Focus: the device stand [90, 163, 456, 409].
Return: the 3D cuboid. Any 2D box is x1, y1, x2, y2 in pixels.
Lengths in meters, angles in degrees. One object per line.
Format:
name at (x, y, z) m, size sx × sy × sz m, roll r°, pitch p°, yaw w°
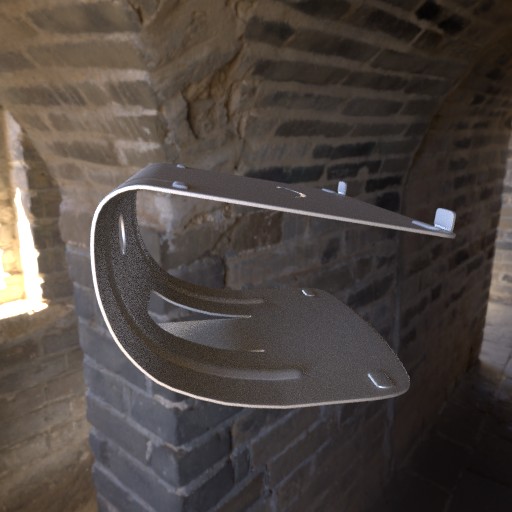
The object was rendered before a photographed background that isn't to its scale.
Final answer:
device stand at (0.000, 0.000, 0.401) m, size 0.236 × 0.155 × 0.256 m, roll -2°, pitch 15°, yaw -9°
